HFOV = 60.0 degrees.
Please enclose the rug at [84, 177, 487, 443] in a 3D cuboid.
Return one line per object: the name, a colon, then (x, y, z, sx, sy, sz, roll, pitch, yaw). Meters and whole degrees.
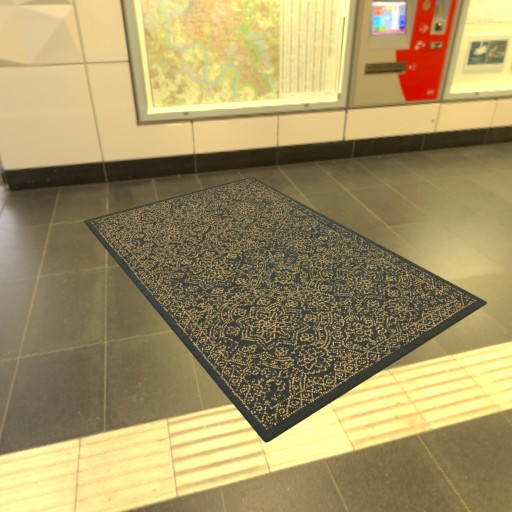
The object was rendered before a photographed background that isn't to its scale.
rug: (0.000, 0.000, 2.295, 1.219, 0.010, 1.829, -20, 37, -29)
